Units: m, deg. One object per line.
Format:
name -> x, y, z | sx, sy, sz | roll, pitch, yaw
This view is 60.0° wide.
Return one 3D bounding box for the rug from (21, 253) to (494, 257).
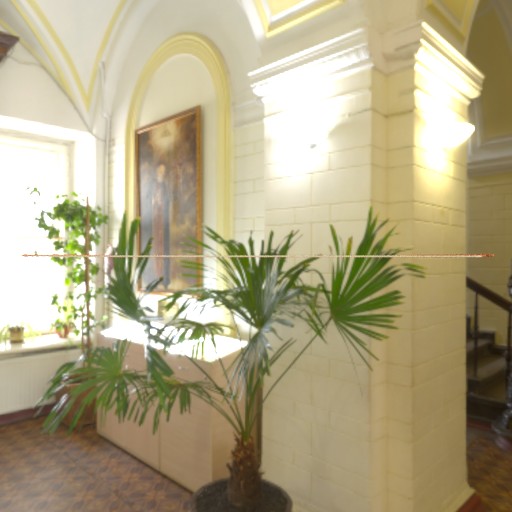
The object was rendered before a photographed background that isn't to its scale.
rug -> 0.000, 0.000, 2.542 | 2.092, 0.017, 1.232 | 0, 0, 0
